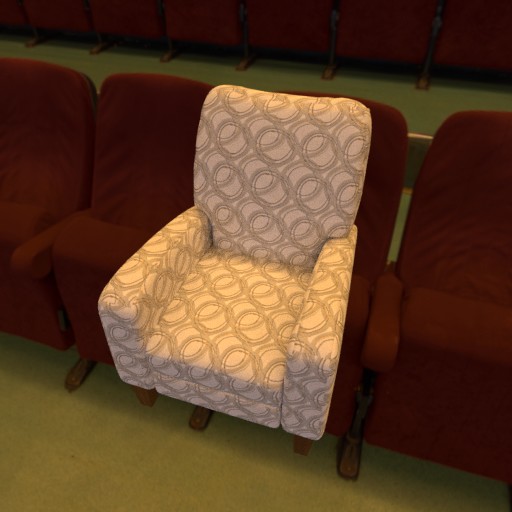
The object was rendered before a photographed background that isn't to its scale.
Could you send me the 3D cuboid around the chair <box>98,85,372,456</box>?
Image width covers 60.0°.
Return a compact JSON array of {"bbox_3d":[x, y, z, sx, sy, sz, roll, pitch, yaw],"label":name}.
[{"bbox_3d":[0.000,0.000,1.748,0.796,1.065,0.995,12,42,14],"label":"chair"}]
